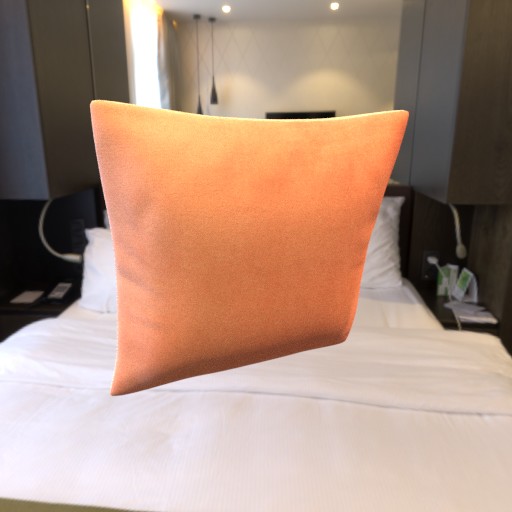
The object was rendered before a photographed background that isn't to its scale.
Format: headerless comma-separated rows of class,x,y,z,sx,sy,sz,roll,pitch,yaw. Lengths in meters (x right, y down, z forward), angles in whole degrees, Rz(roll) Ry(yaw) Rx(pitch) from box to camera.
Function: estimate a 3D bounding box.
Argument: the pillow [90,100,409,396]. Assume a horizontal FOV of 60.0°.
pillow,0.000,0.000,0.634,0.424,0.401,0.177,-7,17,-25
